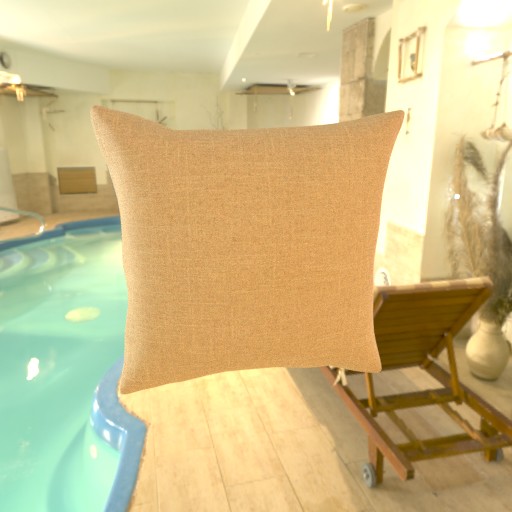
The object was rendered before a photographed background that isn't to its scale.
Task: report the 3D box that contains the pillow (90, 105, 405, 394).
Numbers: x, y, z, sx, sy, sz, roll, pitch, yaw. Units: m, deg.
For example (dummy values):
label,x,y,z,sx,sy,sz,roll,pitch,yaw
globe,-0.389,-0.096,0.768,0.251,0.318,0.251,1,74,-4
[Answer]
label,x,y,z,sx,sy,sz,roll,pitch,yaw
pillow,0.000,0.000,0.626,0.414,0.399,0.173,-2,15,-9
